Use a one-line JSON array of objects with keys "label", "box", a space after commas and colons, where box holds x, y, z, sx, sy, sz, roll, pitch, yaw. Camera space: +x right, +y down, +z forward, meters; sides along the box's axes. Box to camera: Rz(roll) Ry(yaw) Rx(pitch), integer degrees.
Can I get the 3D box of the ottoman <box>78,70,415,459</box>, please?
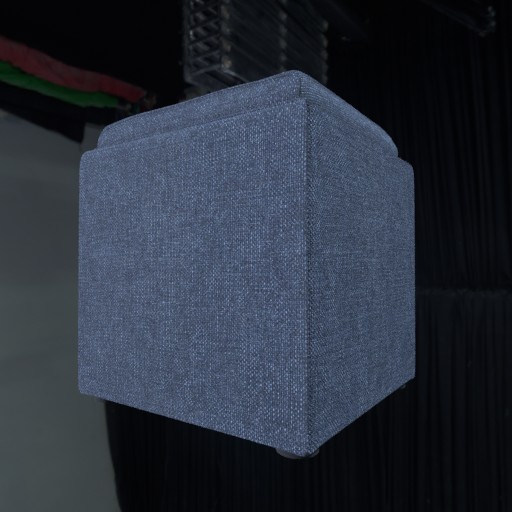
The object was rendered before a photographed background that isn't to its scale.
[{"label": "ottoman", "box": [0.000, 0.000, 0.812, 0.454, 0.493, 0.436, -1, -1, 35]}]
